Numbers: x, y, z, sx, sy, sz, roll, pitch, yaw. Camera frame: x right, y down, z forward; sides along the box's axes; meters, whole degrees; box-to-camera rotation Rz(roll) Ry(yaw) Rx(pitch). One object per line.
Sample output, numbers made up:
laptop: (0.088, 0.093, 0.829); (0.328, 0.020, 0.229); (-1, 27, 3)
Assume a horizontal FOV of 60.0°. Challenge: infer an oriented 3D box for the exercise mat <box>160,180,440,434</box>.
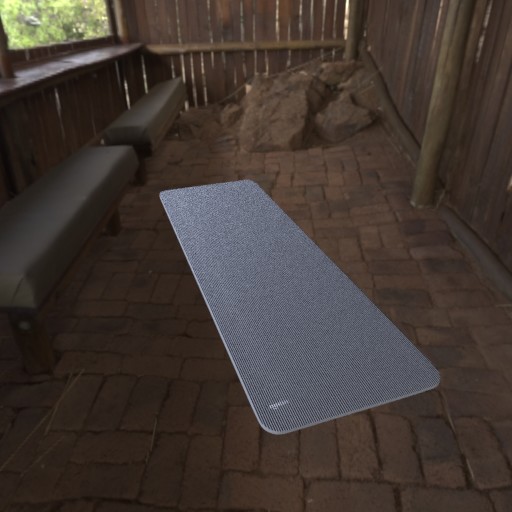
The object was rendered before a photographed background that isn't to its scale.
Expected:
exercise mat: (0.000, 0.000, 2.076); (0.616, 0.021, 1.884); (-10, 32, -17)
